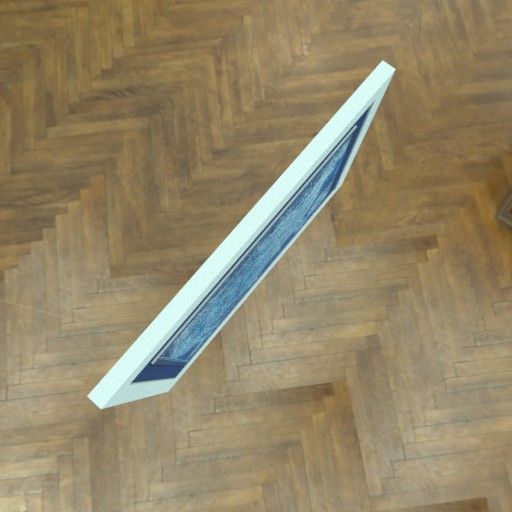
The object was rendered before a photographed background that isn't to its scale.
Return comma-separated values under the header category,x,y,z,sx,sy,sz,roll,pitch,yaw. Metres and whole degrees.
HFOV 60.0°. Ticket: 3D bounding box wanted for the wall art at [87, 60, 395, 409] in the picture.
category,x,y,z,sx,sy,sz,roll,pitch,yaw
wall art,0.000,0.000,1.701,0.051,0.902,1.308,39,79,9
